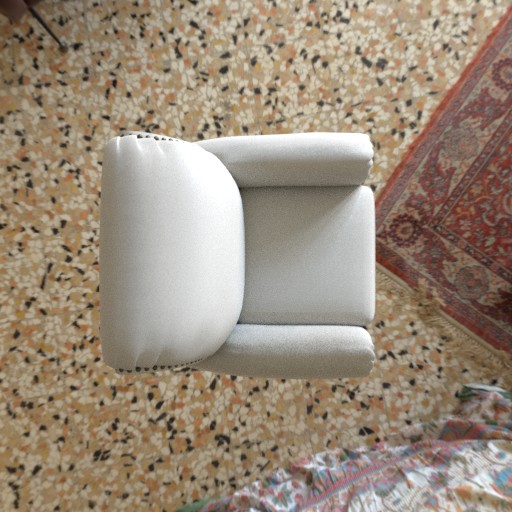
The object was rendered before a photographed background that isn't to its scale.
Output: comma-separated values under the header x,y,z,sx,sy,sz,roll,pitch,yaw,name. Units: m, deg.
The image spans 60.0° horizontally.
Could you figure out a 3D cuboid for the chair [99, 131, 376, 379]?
x,y,z,sx,sy,sz,roll,pitch,yaw,name
0.000,0.000,1.648,0.890,0.927,0.854,0,89,1,chair
